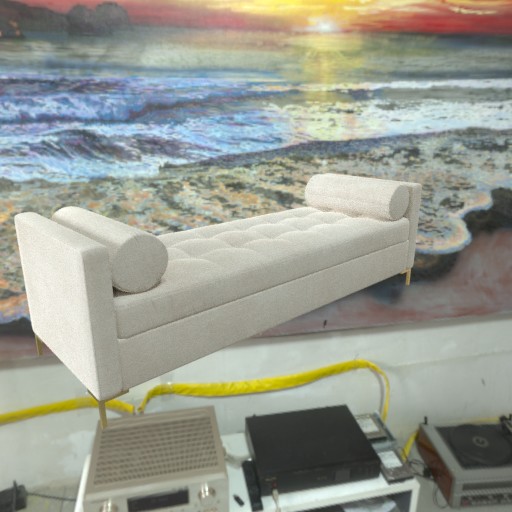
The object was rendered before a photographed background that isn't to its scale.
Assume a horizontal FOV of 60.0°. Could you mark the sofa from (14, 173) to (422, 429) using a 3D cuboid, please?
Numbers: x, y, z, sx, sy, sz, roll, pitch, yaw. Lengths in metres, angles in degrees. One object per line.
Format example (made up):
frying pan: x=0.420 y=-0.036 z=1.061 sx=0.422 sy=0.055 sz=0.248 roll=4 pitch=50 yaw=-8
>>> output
sofa: x=0.000 y=0.000 z=2.235 sx=1.981 sy=0.635 sz=0.686 roll=-15 pitch=23 yaw=-40
